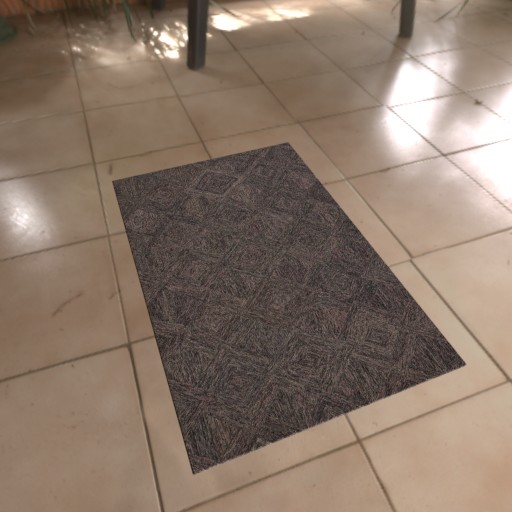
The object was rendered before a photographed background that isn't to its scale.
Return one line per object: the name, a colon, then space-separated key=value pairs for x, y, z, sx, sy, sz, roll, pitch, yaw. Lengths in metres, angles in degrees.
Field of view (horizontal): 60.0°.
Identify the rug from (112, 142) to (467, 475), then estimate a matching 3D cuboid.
rug: x=0.000 y=0.000 z=2.896 sx=1.501 sy=0.017 sz=2.298 roll=-16 pitch=49 yaw=-14
